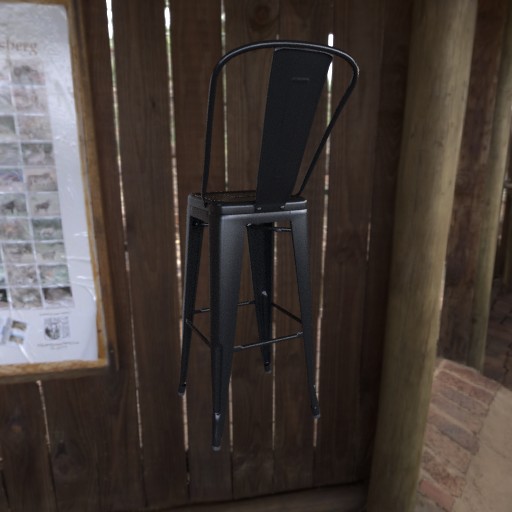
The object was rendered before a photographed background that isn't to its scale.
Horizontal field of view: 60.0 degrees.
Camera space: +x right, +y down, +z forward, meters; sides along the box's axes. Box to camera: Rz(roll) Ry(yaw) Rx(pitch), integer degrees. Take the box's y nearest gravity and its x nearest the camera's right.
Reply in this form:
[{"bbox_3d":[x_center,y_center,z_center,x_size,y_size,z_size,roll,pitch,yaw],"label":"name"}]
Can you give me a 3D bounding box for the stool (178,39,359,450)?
[{"bbox_3d":[0.000,0.000,1.335,0.399,1.096,0.513,-7,15,-26],"label":"stool"}]
